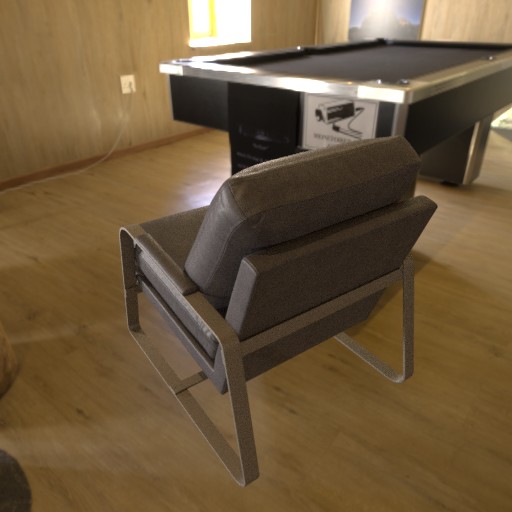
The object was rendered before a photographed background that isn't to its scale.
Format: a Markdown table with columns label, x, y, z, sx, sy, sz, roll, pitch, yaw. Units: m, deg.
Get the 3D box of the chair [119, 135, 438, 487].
| label | x | y | z | sx | sy | sz | roll | pitch | yaw |
| --- | --- | --- | --- | --- | --- | --- | --- | --- | --- |
| chair | 0.000 | 0.000 | 1.461 | 0.692 | 0.839 | 0.878 | -20 | 35 | -30 |
